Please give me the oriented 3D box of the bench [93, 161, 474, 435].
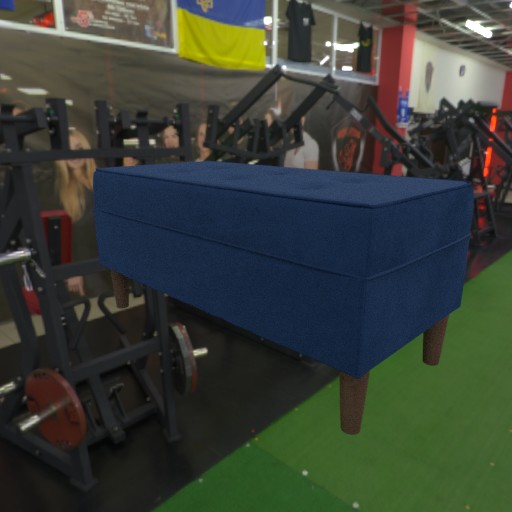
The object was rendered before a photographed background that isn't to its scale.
[{"bbox_3d":[0.000,0.000,1.273,1.010,0.467,0.489,15,22,43],"label":"bench"}]
